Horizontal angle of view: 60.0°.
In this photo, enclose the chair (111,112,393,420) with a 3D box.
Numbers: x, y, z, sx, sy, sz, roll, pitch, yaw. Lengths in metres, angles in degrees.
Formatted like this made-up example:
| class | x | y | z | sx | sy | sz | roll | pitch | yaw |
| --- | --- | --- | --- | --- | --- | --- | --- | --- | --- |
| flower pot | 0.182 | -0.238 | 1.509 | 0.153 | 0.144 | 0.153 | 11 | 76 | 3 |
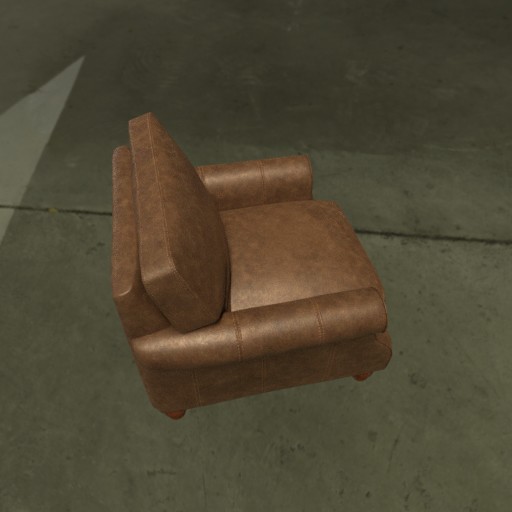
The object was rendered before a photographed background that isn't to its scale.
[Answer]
| class | x | y | z | sx | sy | sz | roll | pitch | yaw |
| --- | --- | --- | --- | --- | --- | --- | --- | --- | --- |
| chair | 0.000 | 0.000 | 1.795 | 1.002 | 0.976 | 0.996 | -9 | 47 | -9 |
